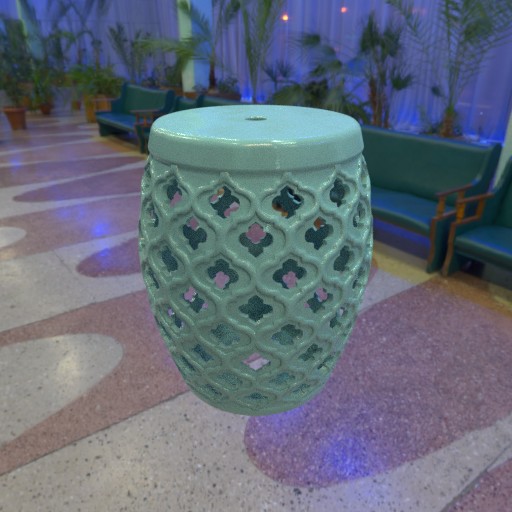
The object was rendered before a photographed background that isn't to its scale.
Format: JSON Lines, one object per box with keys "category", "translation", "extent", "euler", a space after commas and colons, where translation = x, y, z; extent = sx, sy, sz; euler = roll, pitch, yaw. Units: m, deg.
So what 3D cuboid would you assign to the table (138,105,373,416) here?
{"category": "table", "translation": [0.000, 0.000, 0.646], "extent": [0.325, 0.388, 0.325], "euler": [0, 27, 0]}
